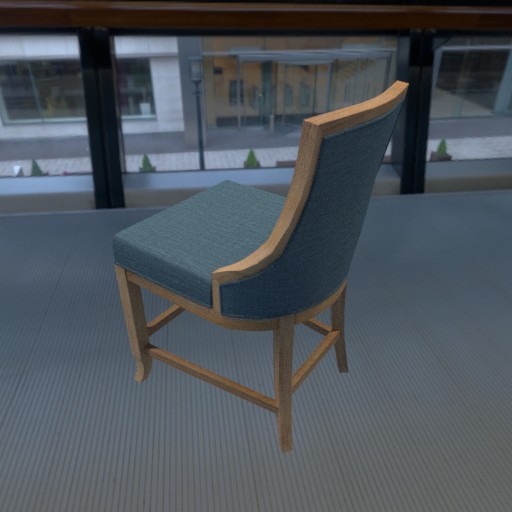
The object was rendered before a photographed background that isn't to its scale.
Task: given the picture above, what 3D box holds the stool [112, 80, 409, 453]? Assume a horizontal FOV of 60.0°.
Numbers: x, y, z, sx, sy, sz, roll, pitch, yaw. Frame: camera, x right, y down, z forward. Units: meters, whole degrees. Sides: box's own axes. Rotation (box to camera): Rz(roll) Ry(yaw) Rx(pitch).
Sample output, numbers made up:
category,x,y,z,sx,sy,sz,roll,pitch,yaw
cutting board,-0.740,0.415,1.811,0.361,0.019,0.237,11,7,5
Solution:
category,x,y,z,sx,sy,sz,roll,pitch,yaw
stool,0.000,0.000,1.265,0.626,0.938,0.524,21,37,30
